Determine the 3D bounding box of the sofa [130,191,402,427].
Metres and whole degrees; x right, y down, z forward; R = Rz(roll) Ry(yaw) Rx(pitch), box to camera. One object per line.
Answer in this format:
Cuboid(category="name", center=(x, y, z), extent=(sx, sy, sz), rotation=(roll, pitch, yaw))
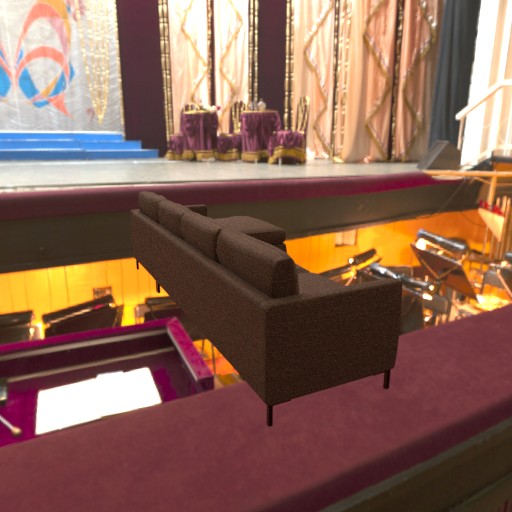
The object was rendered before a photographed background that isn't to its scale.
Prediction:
Cuboid(category="sofa", center=(0.000, 0.000, 3.813), extent=(1.483, 0.892, 3.221), rotation=(-7, 17, -26))
